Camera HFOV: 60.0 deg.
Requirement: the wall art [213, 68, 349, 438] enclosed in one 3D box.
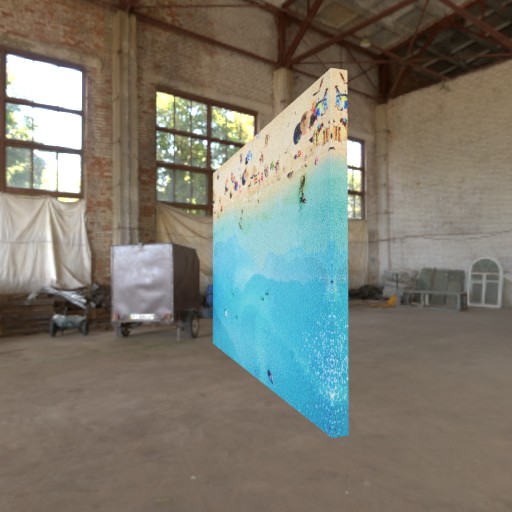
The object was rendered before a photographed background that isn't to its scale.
[{"bbox_3d":[0.000,0.000,1.464,0.040,0.769,1.136,0,-1,-18],"label":"wall art"}]
